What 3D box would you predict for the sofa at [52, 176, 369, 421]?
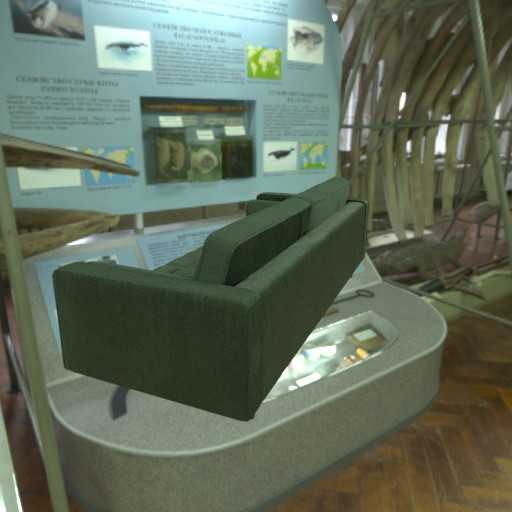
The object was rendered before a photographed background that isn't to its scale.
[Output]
[{"bbox_3d":[0.000,0.000,2.643,0.918,0.769,2.199,7,19,23],"label":"sofa"}]
